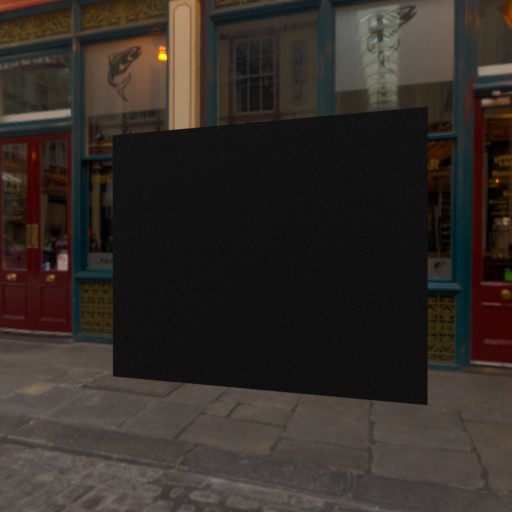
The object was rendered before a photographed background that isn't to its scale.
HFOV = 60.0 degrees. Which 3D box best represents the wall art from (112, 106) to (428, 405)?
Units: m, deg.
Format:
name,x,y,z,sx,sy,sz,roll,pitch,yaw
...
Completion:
name,x,y,z,sx,sy,sz,roll,pitch,yaw
wall art,0.000,0.000,0.773,0.558,0.457,0.031,0,0,17
